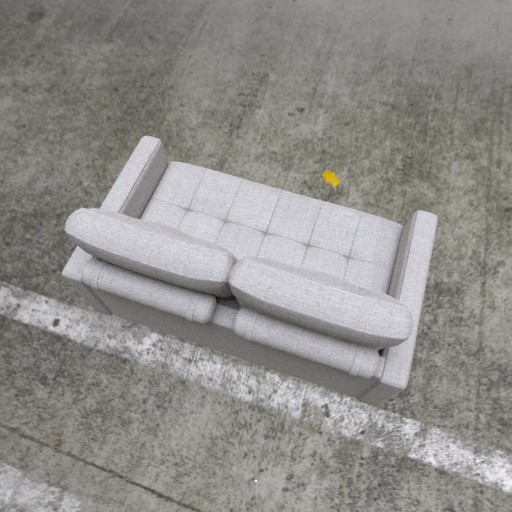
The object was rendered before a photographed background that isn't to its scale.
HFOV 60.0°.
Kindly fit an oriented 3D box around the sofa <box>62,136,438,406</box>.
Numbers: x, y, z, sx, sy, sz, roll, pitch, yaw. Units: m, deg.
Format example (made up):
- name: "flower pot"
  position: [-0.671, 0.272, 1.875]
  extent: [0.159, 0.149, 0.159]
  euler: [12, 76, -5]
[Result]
- name: "sofa"
  position: [0.000, 0.000, 1.950]
  extent: [1.407, 0.907, 0.842]
  euler: [17, 64, 8]
